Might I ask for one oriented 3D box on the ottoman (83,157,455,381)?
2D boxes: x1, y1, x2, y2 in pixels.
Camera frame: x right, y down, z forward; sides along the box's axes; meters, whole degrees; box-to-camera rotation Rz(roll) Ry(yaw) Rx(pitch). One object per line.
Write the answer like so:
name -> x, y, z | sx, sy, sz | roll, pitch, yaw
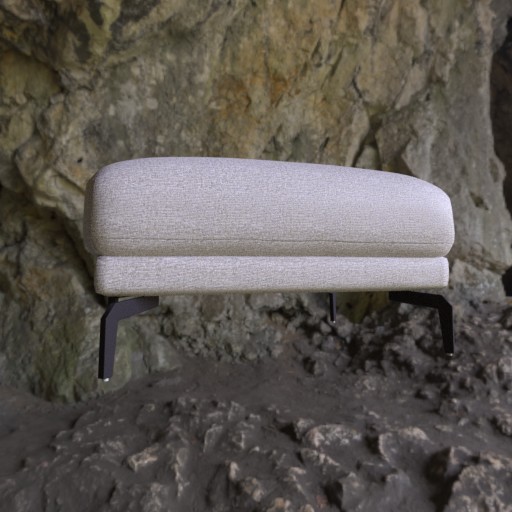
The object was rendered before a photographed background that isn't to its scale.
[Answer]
ottoman -> 0.000, 0.000, 1.091 | 0.772, 0.420, 0.568 | 0, -1, -17
